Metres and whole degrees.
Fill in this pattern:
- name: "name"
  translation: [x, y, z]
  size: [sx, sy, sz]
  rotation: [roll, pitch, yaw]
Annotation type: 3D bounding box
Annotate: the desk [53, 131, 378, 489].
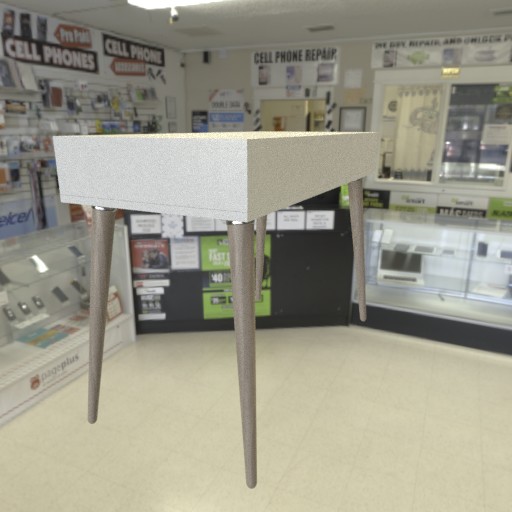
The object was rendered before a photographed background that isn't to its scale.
- name: "desk"
  translation: [0.000, 0.000, 1.359]
  size: [0.491, 0.723, 0.979]
  rotation: [8, 18, 26]
